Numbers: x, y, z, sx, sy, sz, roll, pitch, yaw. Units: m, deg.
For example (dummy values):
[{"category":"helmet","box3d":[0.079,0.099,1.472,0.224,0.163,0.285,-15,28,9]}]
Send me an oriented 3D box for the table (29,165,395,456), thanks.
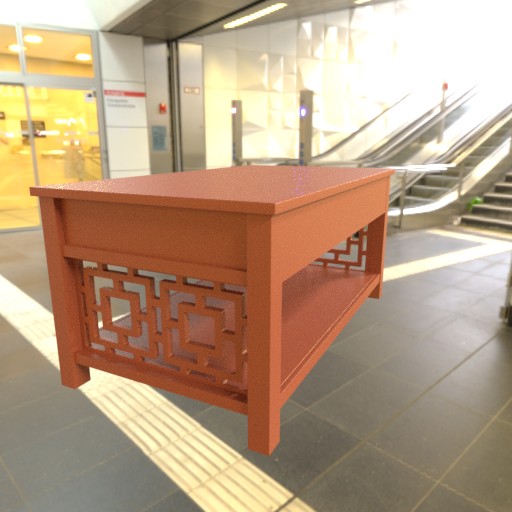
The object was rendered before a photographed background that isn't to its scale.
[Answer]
[{"category":"table","box3d":[0.000,0.000,1.376,0.612,0.493,1.068,7,16,26]}]
